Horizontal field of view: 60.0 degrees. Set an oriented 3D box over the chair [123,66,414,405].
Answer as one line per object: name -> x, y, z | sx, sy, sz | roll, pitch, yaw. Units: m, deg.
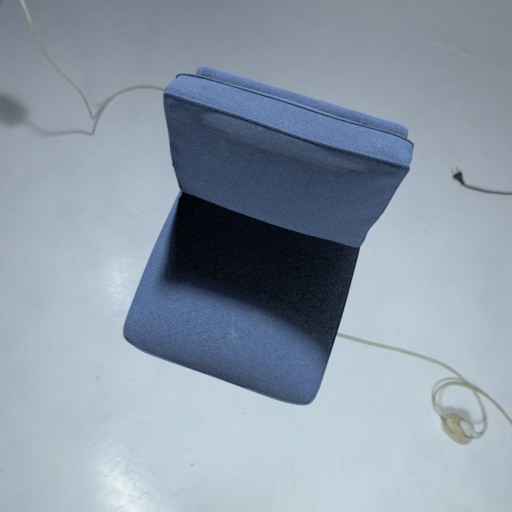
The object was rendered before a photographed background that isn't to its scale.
chair -> 0.000, 0.000, 1.637 | 0.724, 1.052, 0.912 | 18, 77, 4
